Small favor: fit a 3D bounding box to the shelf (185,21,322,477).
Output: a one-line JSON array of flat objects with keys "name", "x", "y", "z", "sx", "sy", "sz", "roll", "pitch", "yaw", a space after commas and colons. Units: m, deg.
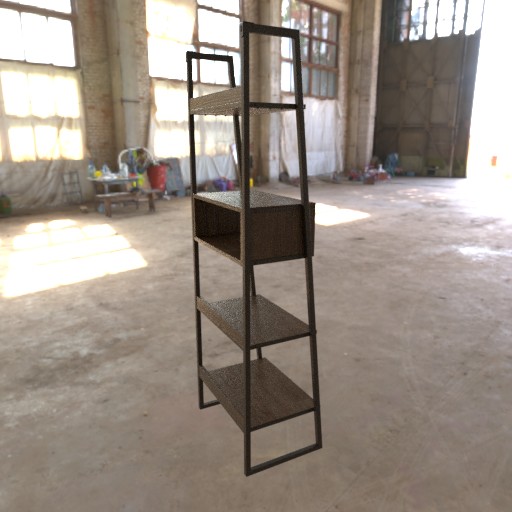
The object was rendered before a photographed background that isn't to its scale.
[{"name": "shelf", "x": 0.000, "y": 0.000, "z": 2.270, "sx": 0.454, "sy": 2.005, "sz": 0.652, "roll": -8, "pitch": 16, "yaw": -27}]
